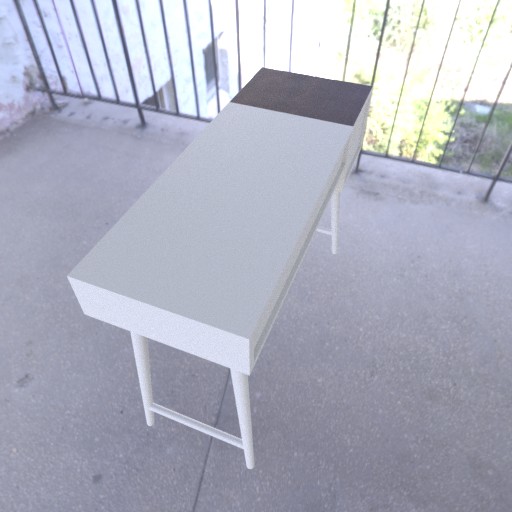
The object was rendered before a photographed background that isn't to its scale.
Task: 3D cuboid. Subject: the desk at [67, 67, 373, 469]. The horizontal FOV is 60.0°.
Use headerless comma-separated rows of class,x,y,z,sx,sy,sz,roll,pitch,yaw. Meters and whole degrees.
desk,0.000,0.000,1.458,0.409,0.761,1.069,16,48,15
